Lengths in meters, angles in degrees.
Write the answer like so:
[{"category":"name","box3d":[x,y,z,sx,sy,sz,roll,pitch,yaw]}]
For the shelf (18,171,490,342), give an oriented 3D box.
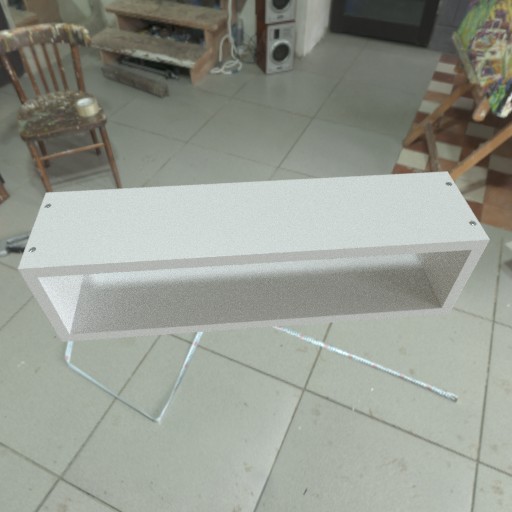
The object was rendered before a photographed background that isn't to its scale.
[{"category":"shelf","box3d":[0.000,0.000,0.683,0.610,0.170,0.150,-4,47,-3]}]
